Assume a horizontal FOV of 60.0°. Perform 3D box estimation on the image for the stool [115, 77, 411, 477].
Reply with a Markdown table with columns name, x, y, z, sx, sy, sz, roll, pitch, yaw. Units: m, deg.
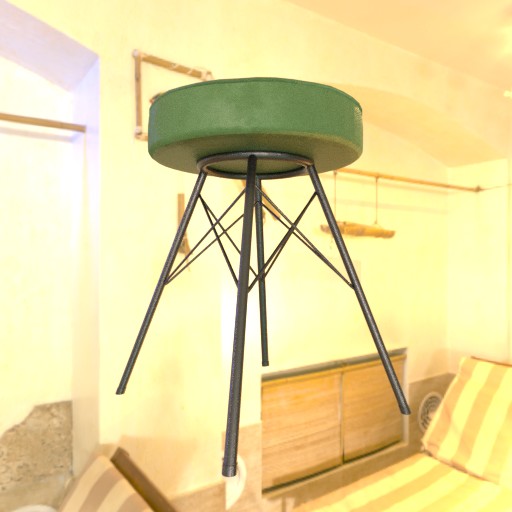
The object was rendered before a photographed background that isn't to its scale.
| name | x | y | z | sx | sy | sz | roll | pitch | yaw |
| --- | --- | --- | --- | --- | --- | --- | --- | --- | --- |
| stool | 0.000 | 0.000 | 0.903 | 0.430 | 0.595 | 0.457 | 0 | 0 | -36 |
